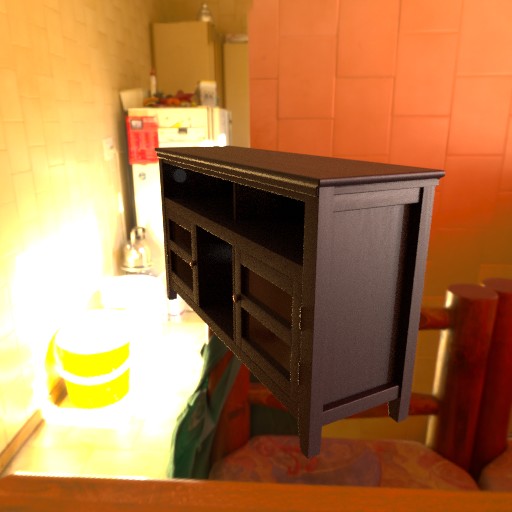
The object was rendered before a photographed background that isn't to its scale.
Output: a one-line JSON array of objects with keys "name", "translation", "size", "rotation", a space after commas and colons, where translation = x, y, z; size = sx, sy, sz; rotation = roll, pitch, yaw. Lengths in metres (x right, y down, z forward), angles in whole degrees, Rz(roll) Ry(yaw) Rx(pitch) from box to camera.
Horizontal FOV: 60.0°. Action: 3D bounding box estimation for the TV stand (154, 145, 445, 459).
[{"name": "TV stand", "translation": [0.000, 0.000, 1.537], "size": [0.347, 0.681, 1.198], "rotation": [-9, 19, -26]}]
